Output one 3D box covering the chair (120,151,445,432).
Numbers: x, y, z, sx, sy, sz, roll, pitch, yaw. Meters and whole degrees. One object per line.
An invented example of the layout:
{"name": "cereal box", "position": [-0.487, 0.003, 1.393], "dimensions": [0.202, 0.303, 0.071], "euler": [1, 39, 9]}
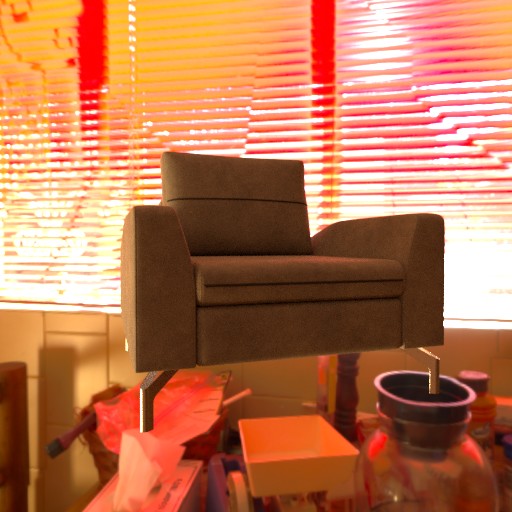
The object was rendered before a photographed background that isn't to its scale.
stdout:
{"name": "chair", "position": [0.000, 0.000, 1.572], "dimensions": [0.900, 0.800, 0.900], "euler": [0, 1, -19]}
